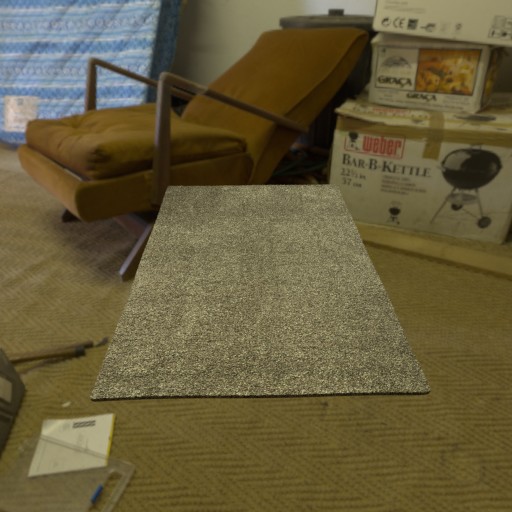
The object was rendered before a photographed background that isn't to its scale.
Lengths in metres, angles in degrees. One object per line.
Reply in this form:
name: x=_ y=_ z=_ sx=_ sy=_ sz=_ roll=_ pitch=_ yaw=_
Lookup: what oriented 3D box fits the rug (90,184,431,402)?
rug: x=0.000 y=0.000 z=2.940 sx=1.501 sy=0.025 sz=2.352 roll=-1 pitch=32 yaw=-1
